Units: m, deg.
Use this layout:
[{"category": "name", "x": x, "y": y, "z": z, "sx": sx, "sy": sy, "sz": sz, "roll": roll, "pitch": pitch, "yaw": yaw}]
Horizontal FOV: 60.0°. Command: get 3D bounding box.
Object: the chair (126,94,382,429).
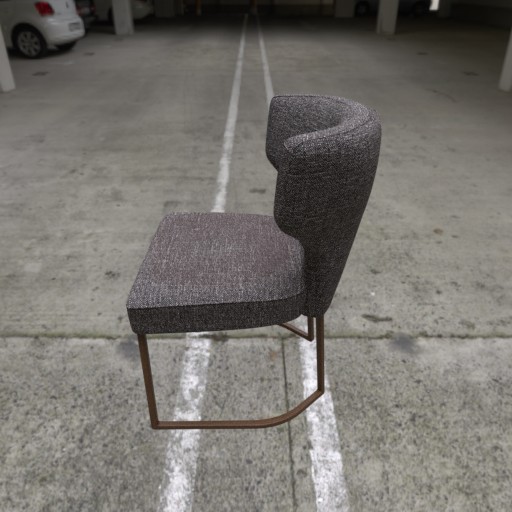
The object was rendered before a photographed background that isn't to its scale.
[{"category": "chair", "x": 0.000, "y": 0.000, "z": 1.273, "sx": 0.617, "sy": 0.824, "sz": 0.611, "roll": 0, "pitch": 28, "yaw": -1}]
